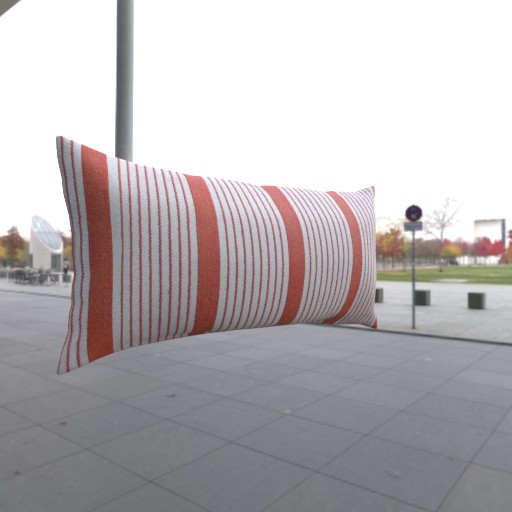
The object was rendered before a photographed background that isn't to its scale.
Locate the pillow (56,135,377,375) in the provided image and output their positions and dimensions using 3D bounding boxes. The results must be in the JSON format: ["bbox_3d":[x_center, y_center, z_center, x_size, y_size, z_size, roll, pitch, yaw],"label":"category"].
[{"bbox_3d":[0.000,0.000,0.724,0.608,0.297,0.151,0,-1,-36],"label":"pillow"}]
